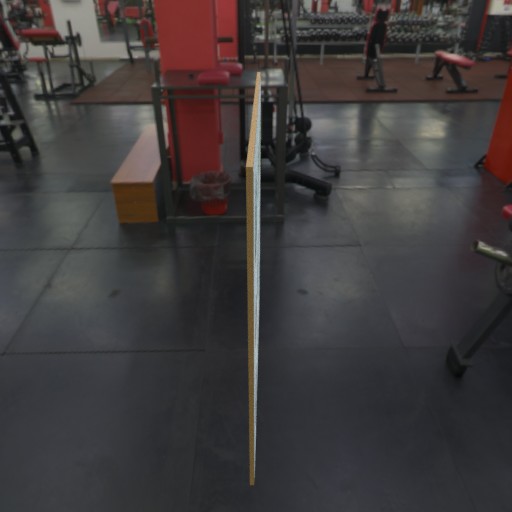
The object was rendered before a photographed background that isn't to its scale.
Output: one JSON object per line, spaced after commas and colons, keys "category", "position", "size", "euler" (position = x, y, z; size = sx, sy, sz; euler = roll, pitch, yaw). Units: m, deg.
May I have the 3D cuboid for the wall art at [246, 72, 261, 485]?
{"category": "wall art", "position": [0.000, 0.000, 1.435], "size": [0.013, 0.959, 0.962], "euler": [1, 32, 1]}
